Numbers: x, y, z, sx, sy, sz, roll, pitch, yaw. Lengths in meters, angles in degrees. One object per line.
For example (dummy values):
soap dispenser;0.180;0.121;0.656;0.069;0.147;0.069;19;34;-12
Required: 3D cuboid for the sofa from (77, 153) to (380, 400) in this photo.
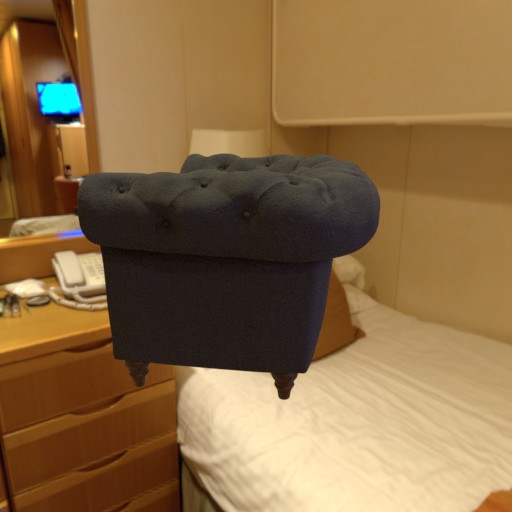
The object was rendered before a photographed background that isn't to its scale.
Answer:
sofa;0.000;0.000;2.040;1.032;0.878;1.405;2;16;8
